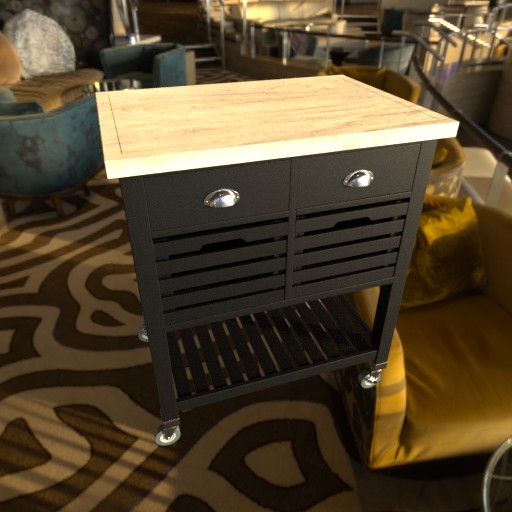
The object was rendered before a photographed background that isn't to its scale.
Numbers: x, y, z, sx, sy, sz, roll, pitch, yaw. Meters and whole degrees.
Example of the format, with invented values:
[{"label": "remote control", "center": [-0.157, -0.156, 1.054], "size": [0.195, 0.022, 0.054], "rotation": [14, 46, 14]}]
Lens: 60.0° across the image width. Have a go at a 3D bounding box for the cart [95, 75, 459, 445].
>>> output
[{"label": "cart", "center": [0.000, 0.000, 1.389], "size": [0.797, 0.920, 0.567], "rotation": [-10, 34, -15]}]
